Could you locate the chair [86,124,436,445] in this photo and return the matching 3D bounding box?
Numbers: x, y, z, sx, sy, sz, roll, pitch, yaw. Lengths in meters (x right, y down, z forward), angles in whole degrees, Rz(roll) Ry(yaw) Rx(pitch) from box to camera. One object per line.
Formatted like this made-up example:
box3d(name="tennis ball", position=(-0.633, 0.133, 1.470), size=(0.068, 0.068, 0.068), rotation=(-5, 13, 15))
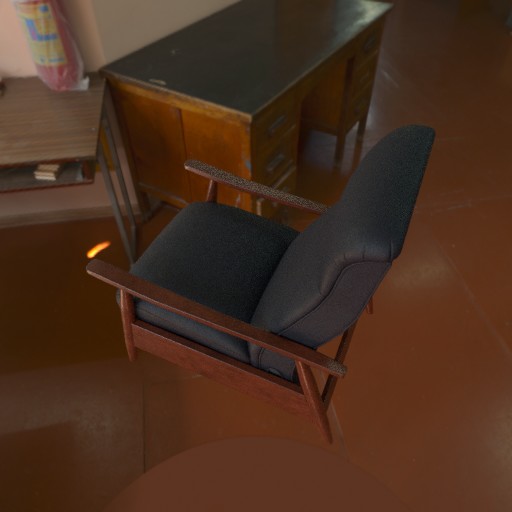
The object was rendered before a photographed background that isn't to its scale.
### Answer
box3d(name="chair", position=(0.000, 0.000, 1.748), size=(1.014, 1.082, 0.762), rotation=(18, 49, 16))
